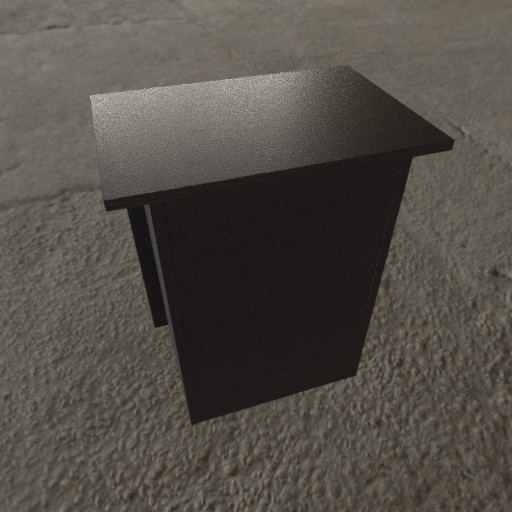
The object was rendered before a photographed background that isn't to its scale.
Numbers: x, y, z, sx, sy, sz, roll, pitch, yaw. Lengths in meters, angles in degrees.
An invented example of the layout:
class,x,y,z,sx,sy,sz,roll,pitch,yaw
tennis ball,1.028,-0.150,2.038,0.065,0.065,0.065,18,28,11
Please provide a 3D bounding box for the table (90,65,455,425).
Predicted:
class,x,y,z,sx,sy,sz,roll,pitch,yaw
table,0.000,0.000,1.076,0.589,0.711,0.408,-12,43,-14
